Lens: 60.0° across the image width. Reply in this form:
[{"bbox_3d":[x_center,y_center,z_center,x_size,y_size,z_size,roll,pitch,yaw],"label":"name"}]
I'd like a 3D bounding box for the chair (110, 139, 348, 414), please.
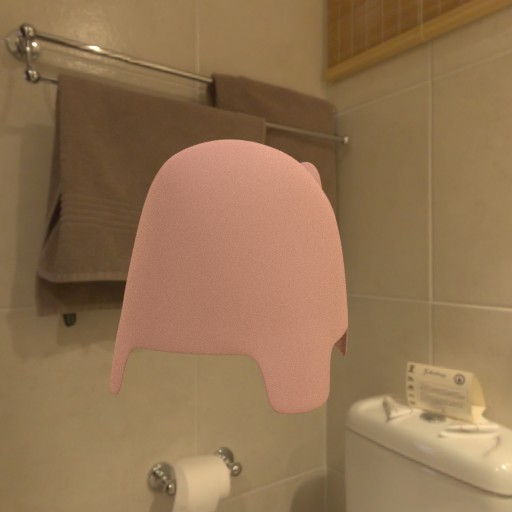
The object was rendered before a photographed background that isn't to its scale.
[{"bbox_3d":[0.000,0.000,0.883,0.364,0.423,0.619,0,0,19],"label":"chair"}]
